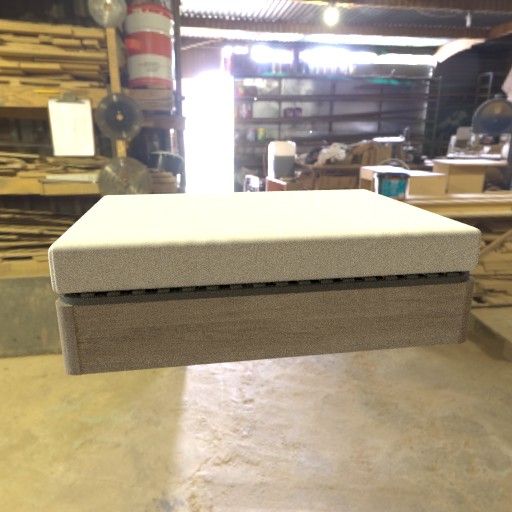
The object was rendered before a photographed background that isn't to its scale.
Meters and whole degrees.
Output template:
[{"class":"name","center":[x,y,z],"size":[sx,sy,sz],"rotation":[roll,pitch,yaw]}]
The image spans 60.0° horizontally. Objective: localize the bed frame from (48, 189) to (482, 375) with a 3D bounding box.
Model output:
[{"class":"bed frame","center":[0.000,0.000,2.588],"size":[1.900,0.561,1.400],"rotation":[-3,17,-9]}]
